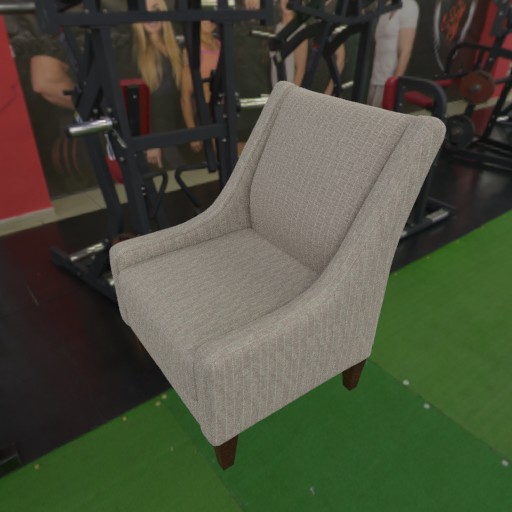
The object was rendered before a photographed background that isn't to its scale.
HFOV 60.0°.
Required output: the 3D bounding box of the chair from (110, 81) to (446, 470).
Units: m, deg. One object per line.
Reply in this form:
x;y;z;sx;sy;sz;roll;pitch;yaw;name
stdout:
0.000;0.000;1.596;0.870;1.014;0.774;-20;37;-30;chair
